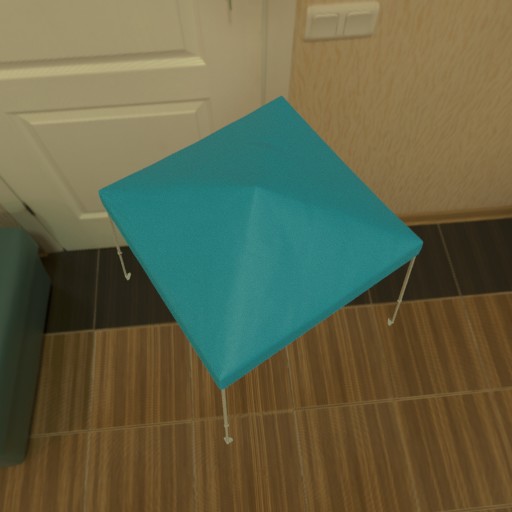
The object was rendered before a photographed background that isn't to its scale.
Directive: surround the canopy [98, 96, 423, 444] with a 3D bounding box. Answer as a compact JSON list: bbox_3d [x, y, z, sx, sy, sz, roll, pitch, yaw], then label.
[{"bbox_3d":[0.000,0.000,6.633,3.599,3.600,3.600,-32,68,-14],"label":"canopy"}]
